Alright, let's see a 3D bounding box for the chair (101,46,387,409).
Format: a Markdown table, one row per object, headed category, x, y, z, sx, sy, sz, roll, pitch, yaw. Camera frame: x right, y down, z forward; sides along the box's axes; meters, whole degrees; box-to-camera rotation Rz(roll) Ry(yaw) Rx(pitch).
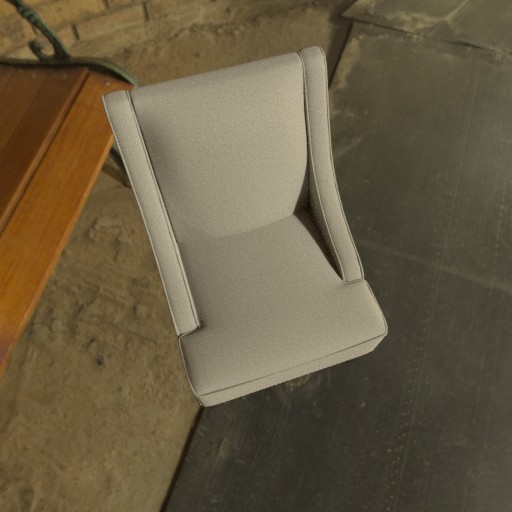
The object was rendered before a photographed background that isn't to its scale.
| category | x | y | z | sx | sy | sz | roll | pitch | yaw |
| --- | --- | --- | --- | --- | --- | --- | --- | --- | --- |
| chair | 0.000 | 0.000 | 1.397 | 0.610 | 0.864 | 0.737 | -16 | 65 | -8 |
